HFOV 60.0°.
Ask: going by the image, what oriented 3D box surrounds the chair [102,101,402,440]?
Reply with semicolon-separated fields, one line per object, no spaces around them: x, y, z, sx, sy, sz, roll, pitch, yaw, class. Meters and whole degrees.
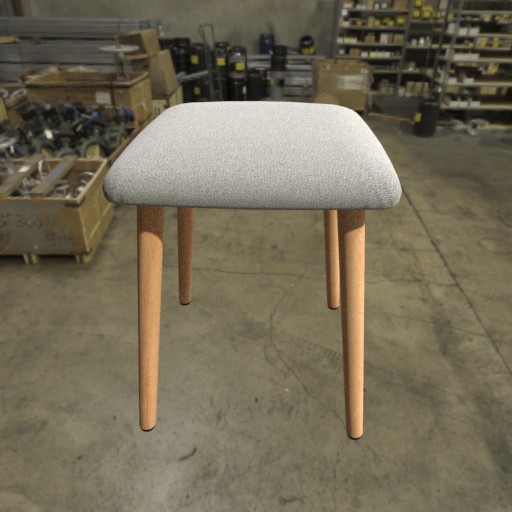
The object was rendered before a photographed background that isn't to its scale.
0.000;0.000;0.711;0.350;0.440;0.350;1;31;2;chair
